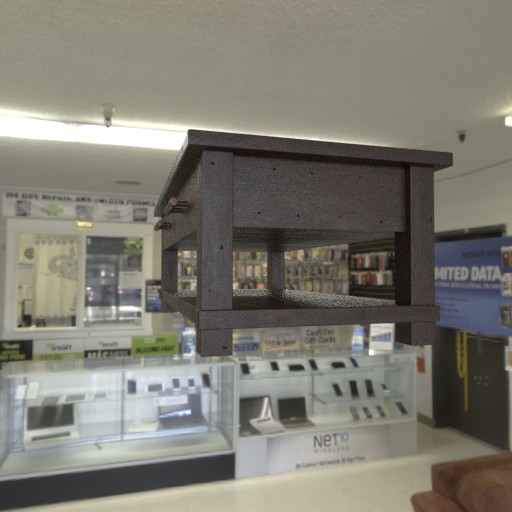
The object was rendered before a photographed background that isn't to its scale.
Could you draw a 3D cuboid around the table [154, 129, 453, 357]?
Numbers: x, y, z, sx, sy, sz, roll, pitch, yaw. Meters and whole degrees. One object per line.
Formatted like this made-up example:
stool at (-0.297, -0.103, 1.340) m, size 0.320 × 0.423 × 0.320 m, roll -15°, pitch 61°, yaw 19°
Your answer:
table at (0.000, 0.000, 1.641) m, size 0.700 × 0.494 × 1.270 m, roll 1°, pitch -2°, yaw -16°
